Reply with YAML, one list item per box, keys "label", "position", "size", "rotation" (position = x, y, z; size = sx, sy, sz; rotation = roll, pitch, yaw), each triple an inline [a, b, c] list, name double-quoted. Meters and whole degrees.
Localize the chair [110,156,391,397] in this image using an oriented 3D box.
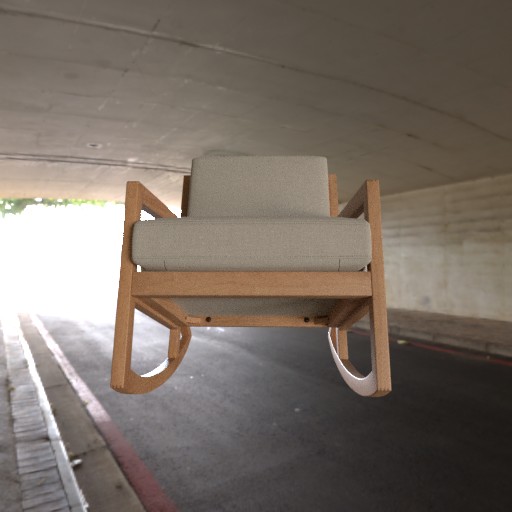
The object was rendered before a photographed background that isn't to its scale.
- label: "chair"
  position: [0.000, 0.000, 1.408]
  size: [0.622, 0.790, 0.857]
  rotation: [0, 0, 2]
